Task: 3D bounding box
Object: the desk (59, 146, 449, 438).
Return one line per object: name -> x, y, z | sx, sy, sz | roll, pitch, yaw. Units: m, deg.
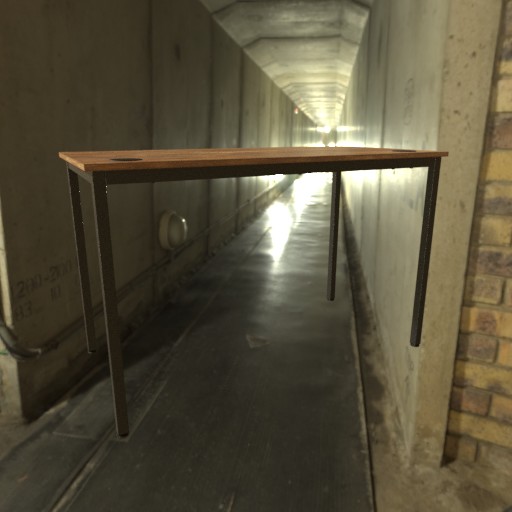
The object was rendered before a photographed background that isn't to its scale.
desk -> 0.000, 0.000, 1.626 | 1.200, 0.749, 0.600 | -8, 18, -27
